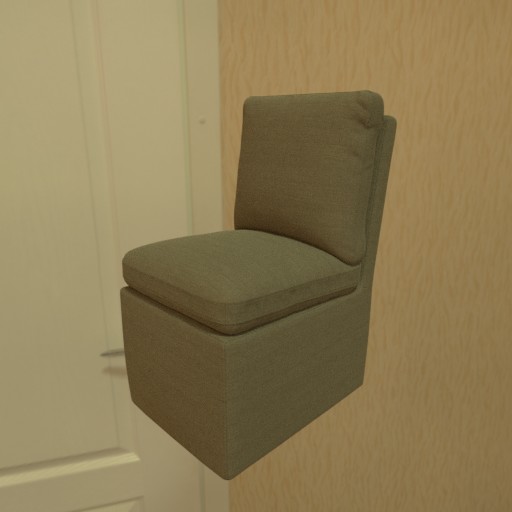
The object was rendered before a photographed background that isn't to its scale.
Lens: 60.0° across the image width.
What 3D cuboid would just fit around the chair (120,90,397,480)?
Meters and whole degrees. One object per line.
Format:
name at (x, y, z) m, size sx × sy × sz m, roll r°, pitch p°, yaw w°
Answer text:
chair at (0.000, 0.000, 1.323) m, size 0.698 × 0.927 × 0.503 m, roll -16°, pitch 23°, yaw -42°
